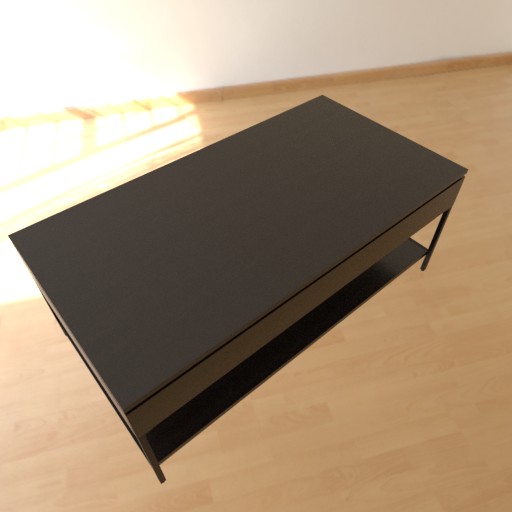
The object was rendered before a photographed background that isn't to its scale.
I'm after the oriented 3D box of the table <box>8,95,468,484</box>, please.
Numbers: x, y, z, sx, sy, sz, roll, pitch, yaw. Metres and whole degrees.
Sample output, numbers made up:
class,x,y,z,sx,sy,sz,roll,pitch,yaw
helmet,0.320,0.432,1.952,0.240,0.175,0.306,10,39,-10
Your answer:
class,x,y,z,sx,sy,sz,roll,pitch,yaw
table,0.000,0.000,1.326,1.095,0.435,0.574,-32,55,-26
